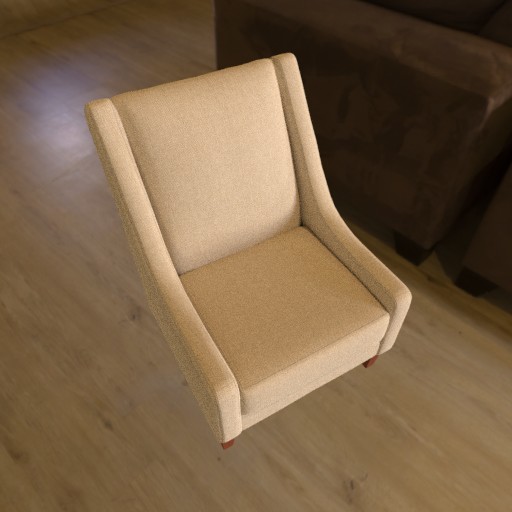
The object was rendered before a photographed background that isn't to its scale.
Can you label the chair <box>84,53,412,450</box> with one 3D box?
[{"bbox_3d":[0.000,0.000,1.593,0.774,1.014,0.870,-23,51,-20],"label":"chair"}]
